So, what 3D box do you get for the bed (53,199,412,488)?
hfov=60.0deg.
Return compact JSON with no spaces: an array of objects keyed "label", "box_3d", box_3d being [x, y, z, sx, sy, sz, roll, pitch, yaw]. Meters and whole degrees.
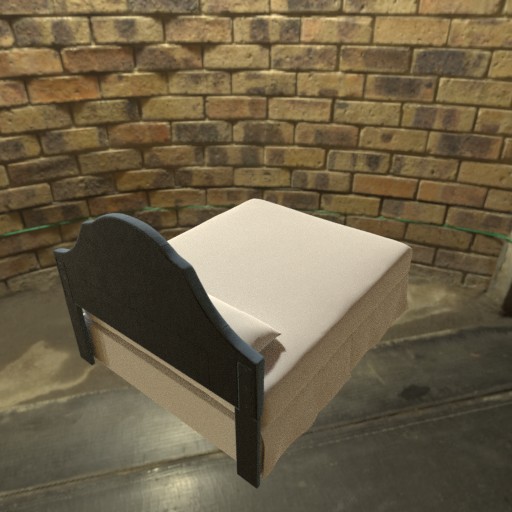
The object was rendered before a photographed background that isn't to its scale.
[{"label":"bed","box_3d":[0.000,0.000,3.785,2.039,1.617,2.477,22,37,32]}]
